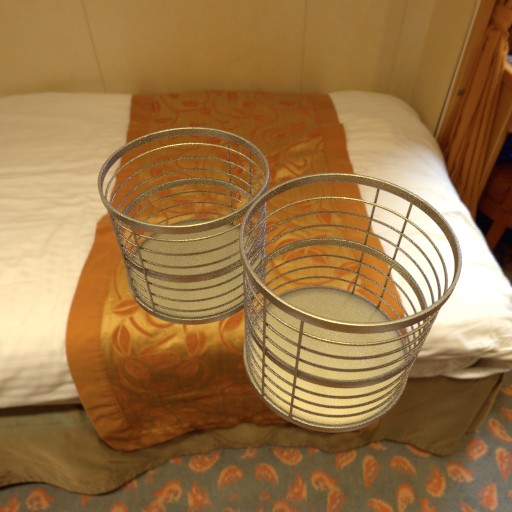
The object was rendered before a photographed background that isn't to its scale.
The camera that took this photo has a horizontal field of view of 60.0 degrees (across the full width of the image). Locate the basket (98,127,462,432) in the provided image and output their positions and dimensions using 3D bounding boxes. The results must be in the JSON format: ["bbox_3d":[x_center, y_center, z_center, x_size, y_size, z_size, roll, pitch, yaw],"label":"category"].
[{"bbox_3d":[0.000,0.000,0.936,0.746,0.351,0.356,31,53,27],"label":"basket"}]
